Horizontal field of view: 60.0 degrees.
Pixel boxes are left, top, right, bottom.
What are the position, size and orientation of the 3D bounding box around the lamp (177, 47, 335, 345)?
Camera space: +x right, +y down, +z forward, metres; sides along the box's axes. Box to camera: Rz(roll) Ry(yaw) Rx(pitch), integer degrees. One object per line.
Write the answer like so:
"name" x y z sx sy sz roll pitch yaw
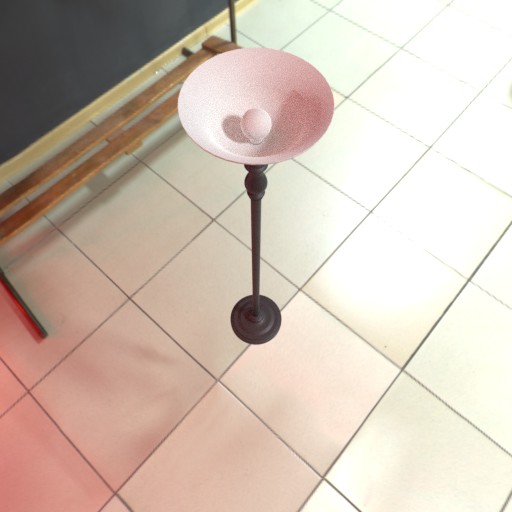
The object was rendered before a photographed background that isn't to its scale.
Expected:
"lamp" 0.000 0.000 1.950 0.405 1.797 0.405 -14 64 -7
